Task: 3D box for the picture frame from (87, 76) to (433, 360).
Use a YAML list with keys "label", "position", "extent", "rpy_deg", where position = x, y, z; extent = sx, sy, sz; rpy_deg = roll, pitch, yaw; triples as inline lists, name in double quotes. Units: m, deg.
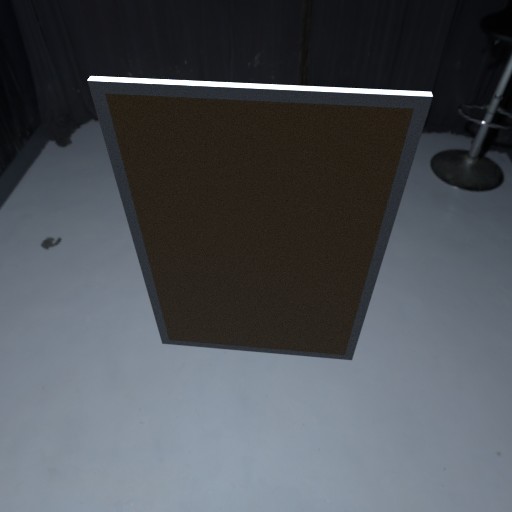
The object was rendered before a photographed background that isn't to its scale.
- label: "picture frame"
  position: [0.000, 0.000, 0.827]
  extent: [0.457, 0.657, 0.013]
  rpy_deg: [4, 47, 4]
